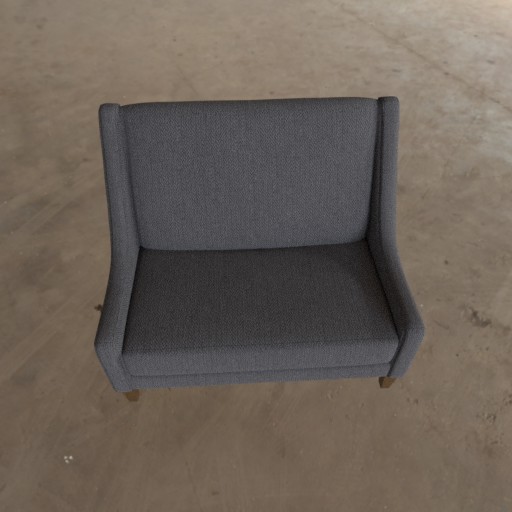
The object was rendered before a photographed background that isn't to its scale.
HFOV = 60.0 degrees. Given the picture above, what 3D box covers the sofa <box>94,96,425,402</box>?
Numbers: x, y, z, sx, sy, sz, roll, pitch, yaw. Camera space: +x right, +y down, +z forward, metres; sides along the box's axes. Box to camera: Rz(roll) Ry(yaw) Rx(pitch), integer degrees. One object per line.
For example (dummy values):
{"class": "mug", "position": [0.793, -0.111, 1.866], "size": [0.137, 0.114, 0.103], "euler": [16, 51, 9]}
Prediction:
{"class": "sofa", "position": [0.000, 0.000, 1.885], "size": [1.242, 1.022, 0.873], "euler": [-2, 46, -2]}
